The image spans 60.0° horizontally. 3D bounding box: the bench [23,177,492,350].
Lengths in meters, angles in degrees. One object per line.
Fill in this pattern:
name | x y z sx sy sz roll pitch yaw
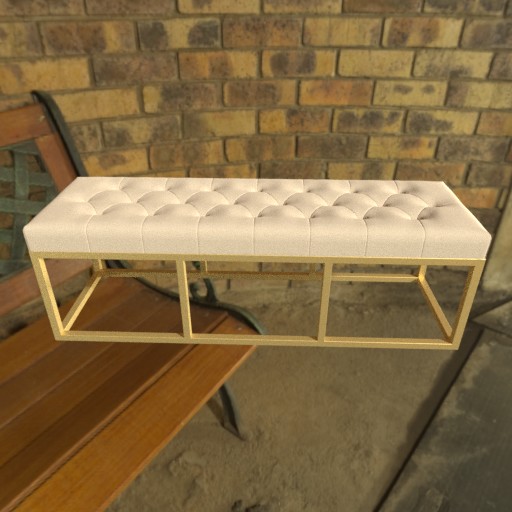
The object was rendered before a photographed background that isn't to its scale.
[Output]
bench | 0.000 0.000 1.687 1.473 0.484 0.457 1 31 2
